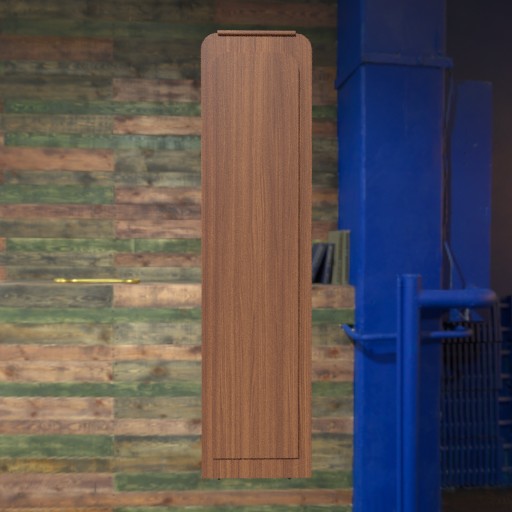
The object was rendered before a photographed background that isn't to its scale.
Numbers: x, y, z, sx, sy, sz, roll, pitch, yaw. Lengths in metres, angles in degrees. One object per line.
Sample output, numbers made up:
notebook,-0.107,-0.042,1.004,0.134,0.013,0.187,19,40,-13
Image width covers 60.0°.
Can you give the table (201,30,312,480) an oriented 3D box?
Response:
table,0.000,0.000,2.004,0.450,1.830,0.420,0,1,-1
